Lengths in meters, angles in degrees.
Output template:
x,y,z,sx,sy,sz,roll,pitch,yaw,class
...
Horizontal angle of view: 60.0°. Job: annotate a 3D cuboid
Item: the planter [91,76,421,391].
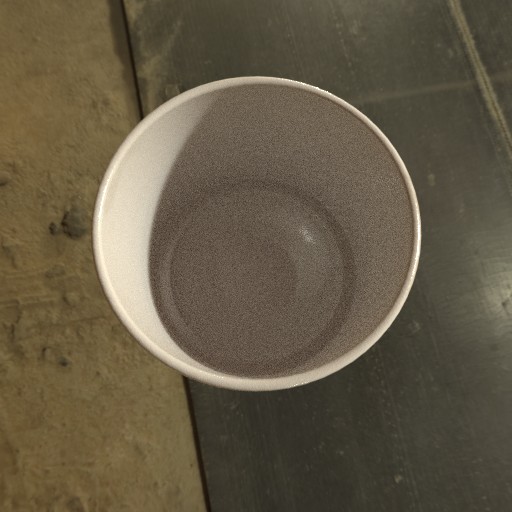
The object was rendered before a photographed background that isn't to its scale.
x,y,z,sx,sy,sz,roll,pitch,yaw,class
0.000,0.000,0.344,0.193,0.177,0.193,0,76,0,planter
